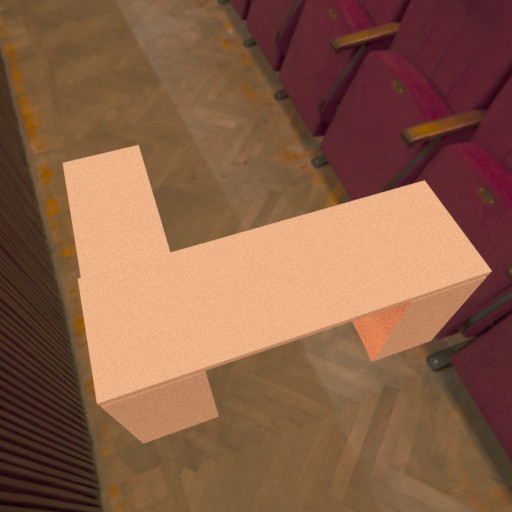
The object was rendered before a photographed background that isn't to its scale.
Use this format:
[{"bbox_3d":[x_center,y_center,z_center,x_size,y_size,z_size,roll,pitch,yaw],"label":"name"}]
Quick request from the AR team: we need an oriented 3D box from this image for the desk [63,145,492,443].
[{"bbox_3d":[0.000,0.000,2.212,1.524,0.759,1.199,-16,59,-10],"label":"desk"}]
